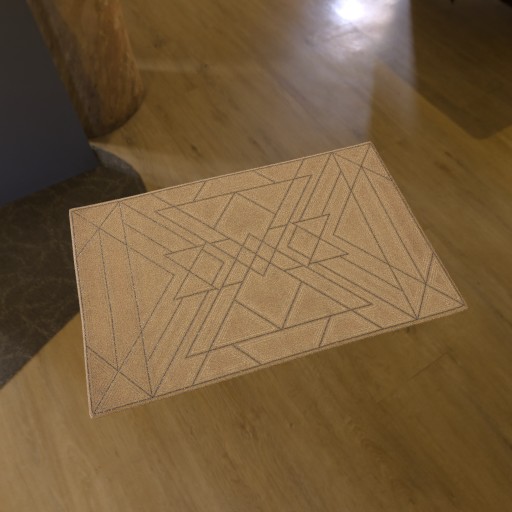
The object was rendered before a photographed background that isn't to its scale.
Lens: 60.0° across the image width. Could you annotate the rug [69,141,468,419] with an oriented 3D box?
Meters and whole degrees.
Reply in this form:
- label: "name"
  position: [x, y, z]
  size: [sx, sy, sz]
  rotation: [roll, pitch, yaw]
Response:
- label: "rug"
  position: [0.000, 0.000, 3.118]
  size: [2.459, 0.023, 1.575]
  rotation: [-14, 61, -8]
